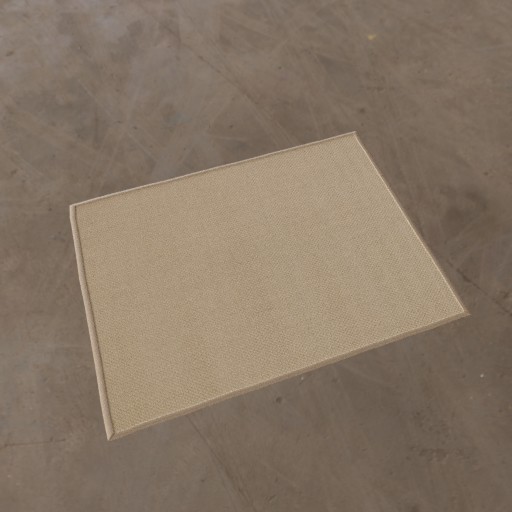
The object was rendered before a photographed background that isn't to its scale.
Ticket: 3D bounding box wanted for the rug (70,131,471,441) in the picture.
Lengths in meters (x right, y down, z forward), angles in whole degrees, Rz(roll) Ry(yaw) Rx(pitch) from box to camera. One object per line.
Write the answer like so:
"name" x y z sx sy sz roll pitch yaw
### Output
"rug" 0.000 0.000 2.706 2.081 0.020 1.525 -17 61 -9
